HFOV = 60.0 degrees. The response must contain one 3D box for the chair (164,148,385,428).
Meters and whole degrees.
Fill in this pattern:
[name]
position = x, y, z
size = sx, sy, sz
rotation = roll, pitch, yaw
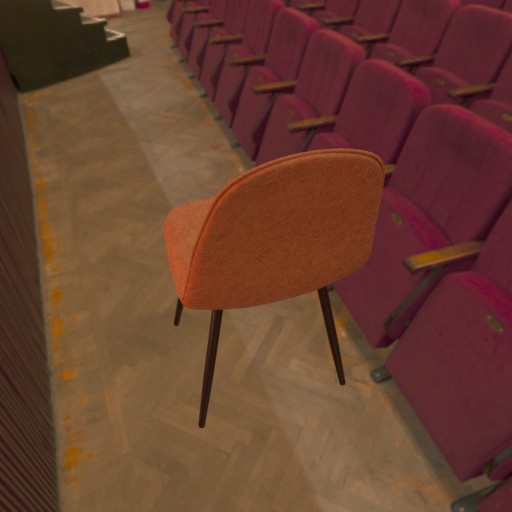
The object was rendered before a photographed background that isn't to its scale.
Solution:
[chair]
position = 0.000, 0.000, 1.183
size = 0.472, 0.889, 0.561
rotation = -12, 43, -14
